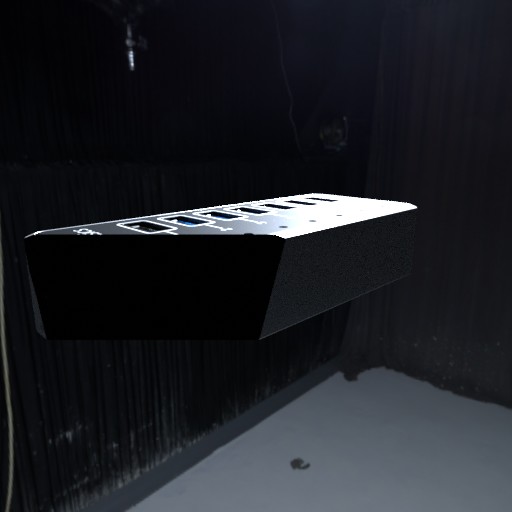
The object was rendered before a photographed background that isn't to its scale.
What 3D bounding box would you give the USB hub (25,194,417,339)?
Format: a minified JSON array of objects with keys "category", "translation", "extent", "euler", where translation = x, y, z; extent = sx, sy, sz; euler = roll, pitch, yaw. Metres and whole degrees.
[{"category":"USB hub","translation":[0.000,0.000,0.126],"extent":[0.110,0.023,0.044],"euler":[-14,21,-43]}]
